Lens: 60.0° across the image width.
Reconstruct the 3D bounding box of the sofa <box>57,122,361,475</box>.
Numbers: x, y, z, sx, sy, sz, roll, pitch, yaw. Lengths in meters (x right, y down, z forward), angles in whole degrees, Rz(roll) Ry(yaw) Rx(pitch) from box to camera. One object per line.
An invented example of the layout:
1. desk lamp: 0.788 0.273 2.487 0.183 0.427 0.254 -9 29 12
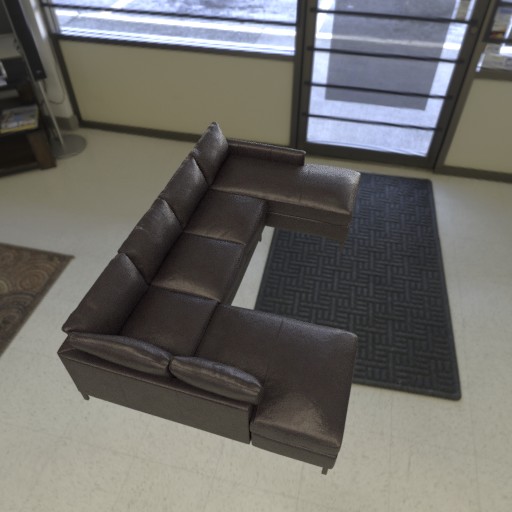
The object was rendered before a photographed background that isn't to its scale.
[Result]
1. sofa: 0.000 0.000 3.865 1.939 0.900 2.956 12 47 12
